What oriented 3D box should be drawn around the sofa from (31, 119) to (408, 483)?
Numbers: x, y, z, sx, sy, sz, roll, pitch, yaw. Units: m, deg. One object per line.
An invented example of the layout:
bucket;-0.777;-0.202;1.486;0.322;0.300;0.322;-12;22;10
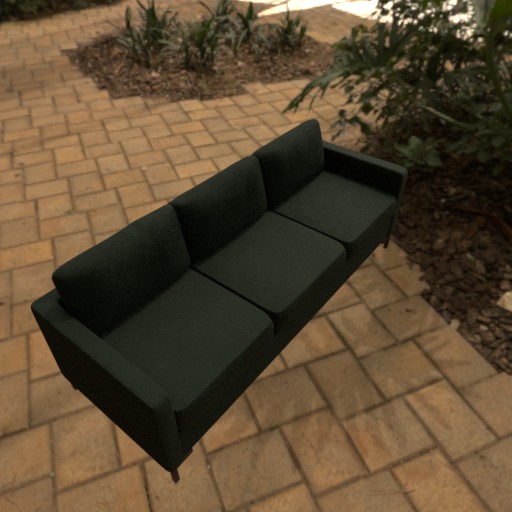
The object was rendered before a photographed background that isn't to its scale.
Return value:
sofa;0.000;0.000;2.583;0.859;0.870;2.218;27;47;28
